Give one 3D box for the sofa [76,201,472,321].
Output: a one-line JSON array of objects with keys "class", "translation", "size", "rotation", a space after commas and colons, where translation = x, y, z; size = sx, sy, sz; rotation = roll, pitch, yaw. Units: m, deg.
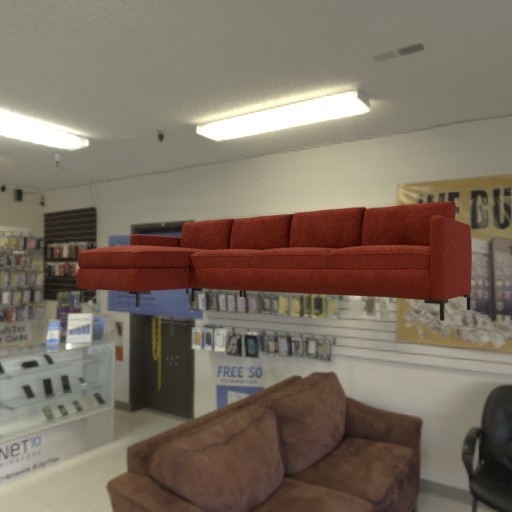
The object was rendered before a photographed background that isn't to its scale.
[{"class": "sofa", "translation": [0.000, 0.000, 2.954], "size": [2.467, 0.663, 1.136], "rotation": [-1, -1, 36]}]
